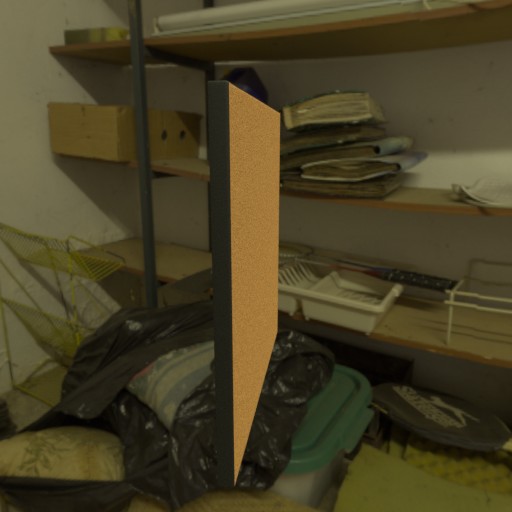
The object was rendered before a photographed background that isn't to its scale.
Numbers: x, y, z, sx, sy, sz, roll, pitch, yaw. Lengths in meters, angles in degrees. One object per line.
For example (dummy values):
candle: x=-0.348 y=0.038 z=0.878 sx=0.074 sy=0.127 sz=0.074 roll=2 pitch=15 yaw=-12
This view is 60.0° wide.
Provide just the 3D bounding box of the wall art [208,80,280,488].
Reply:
wall art: x=0.000 y=0.000 z=0.688 sx=0.022 sy=0.453 sz=0.456 roll=2 pitch=14 yaw=9
